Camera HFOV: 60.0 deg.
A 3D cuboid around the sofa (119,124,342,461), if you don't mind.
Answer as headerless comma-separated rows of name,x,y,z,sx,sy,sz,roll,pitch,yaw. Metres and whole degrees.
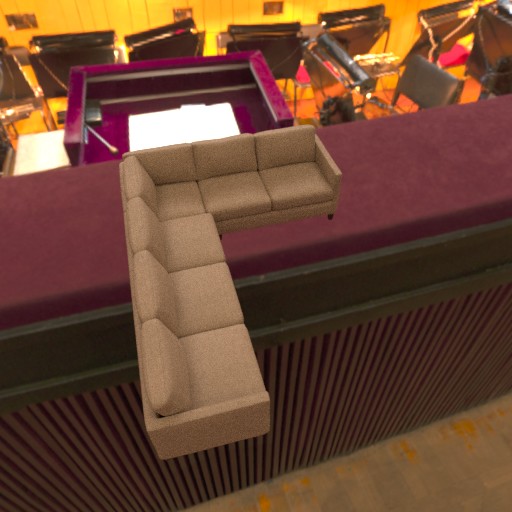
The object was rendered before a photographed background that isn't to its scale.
sofa,0.000,0.000,4.558,2.522,0.934,3.333,-11,48,-10
